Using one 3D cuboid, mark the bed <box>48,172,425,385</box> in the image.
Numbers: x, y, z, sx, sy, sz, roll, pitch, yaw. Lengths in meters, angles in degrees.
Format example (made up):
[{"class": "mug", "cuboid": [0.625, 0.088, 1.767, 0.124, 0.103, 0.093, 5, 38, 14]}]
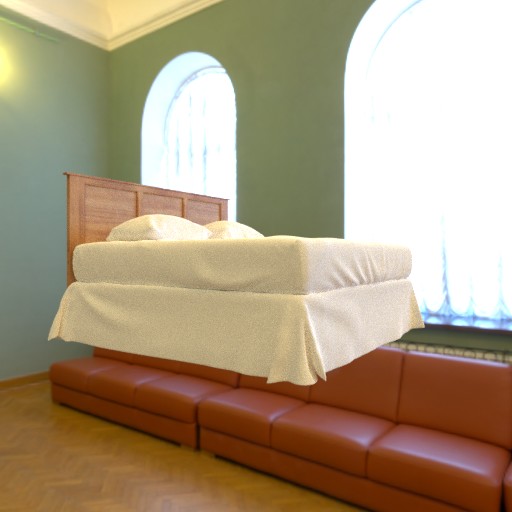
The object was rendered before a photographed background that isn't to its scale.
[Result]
[{"class": "bed", "cuboid": [0.000, 0.000, 3.604, 2.215, 1.270, 2.317, 0, 0, 35]}]
